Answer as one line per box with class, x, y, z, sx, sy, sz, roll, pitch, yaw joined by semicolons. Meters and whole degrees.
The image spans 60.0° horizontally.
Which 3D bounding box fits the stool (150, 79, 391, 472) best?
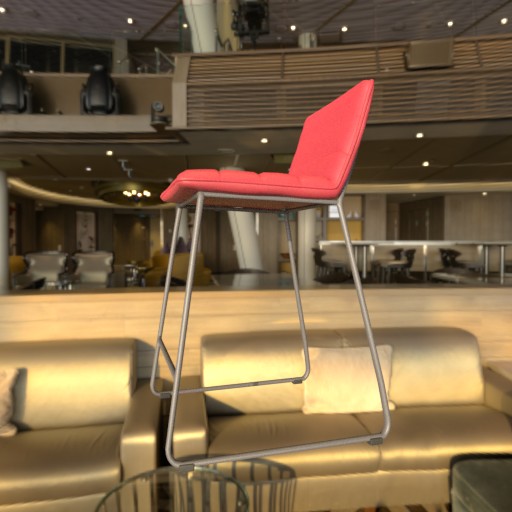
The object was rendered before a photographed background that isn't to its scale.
stool;0.000;0.000;1.180;0.524;0.866;0.489;-1;2;-17
